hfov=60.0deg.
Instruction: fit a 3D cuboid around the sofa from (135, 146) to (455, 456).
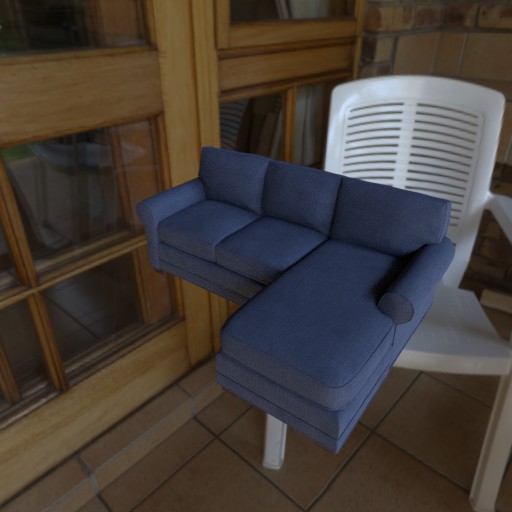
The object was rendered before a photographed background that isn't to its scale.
[{"bbox_3d":[0.000,0.000,3.477,2.567,1.063,1.780,20,36,31],"label":"sofa"}]
